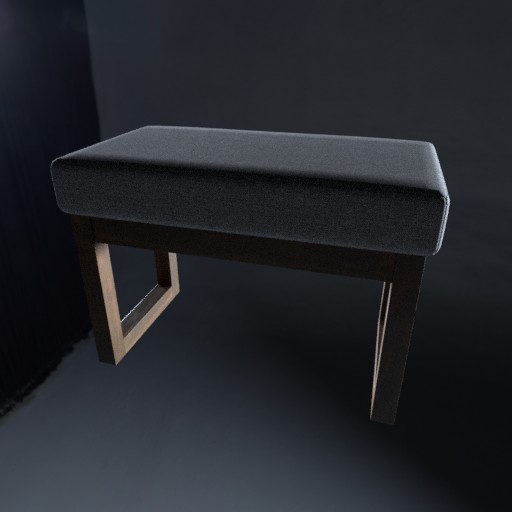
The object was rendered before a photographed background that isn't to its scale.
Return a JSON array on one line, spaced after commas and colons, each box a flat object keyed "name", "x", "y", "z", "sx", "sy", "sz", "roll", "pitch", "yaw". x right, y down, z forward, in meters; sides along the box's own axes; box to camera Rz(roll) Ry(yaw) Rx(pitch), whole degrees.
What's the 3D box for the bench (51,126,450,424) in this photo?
[{"name": "bench", "x": 0.000, "y": 0.000, "z": 0.960, "sx": 0.681, "sy": 0.467, "sz": 0.366, "roll": 7, "pitch": 28, "yaw": 15}]
